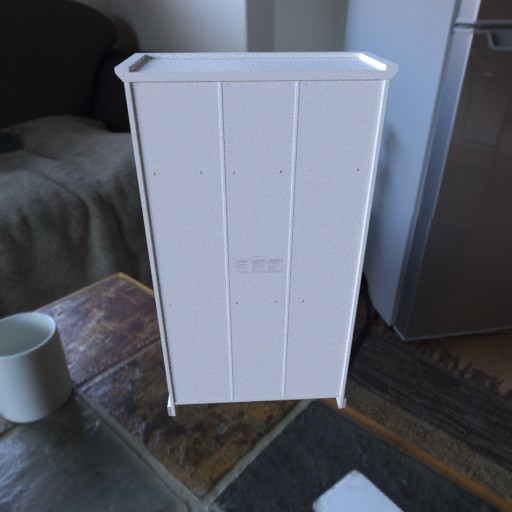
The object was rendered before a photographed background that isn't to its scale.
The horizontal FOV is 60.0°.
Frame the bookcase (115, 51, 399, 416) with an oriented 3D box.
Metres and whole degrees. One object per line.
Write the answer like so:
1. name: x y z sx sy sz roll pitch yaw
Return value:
1. bookcase: 0.000 0.000 2.294 1.050 1.880 0.432 -2 31 -3
